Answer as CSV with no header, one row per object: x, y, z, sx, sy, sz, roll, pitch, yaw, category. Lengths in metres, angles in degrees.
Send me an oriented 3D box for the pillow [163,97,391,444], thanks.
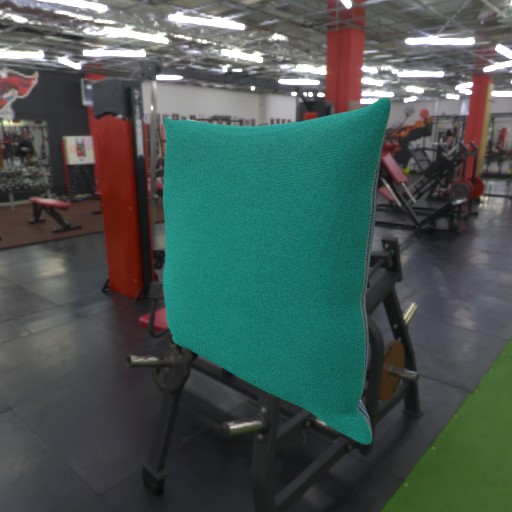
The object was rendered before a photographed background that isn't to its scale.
0.000,0.000,0.687,0.440,0.441,0.182,14,20,42,pillow
